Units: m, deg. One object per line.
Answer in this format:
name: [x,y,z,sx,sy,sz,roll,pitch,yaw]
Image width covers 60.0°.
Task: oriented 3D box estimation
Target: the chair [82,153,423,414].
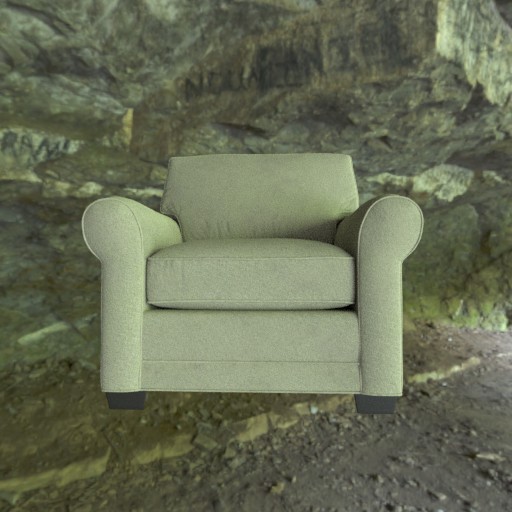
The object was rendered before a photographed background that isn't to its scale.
chair: [0.000,0.000,1.890,1.147,1.044,0.939,0,-2,3]
